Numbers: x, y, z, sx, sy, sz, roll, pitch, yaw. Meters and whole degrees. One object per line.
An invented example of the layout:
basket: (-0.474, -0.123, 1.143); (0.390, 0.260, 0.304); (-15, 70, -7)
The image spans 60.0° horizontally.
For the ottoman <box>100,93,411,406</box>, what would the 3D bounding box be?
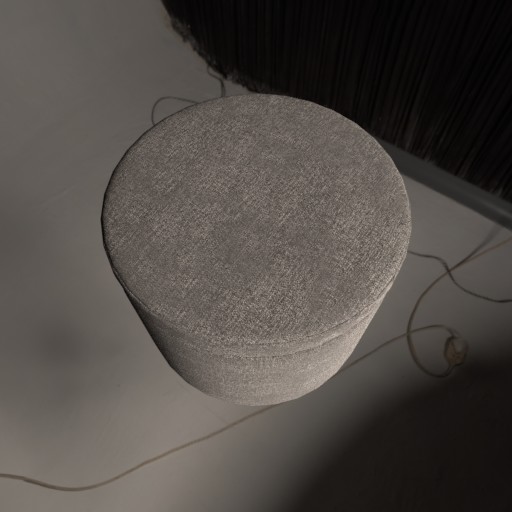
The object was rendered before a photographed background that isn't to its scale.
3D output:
ottoman: (0.000, 0.000, 0.877); (0.500, 0.419, 0.500); (0, 60, 0)
